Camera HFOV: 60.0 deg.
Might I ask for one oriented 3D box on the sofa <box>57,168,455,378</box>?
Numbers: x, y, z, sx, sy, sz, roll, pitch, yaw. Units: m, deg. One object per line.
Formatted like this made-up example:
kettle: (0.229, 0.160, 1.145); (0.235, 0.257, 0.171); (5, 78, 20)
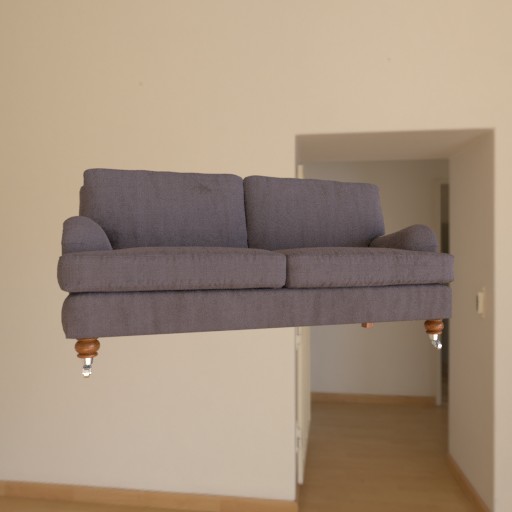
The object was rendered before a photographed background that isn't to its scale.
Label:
sofa: (0.000, 0.000, 2.736); (2.165, 1.087, 1.086); (0, 0, -18)
